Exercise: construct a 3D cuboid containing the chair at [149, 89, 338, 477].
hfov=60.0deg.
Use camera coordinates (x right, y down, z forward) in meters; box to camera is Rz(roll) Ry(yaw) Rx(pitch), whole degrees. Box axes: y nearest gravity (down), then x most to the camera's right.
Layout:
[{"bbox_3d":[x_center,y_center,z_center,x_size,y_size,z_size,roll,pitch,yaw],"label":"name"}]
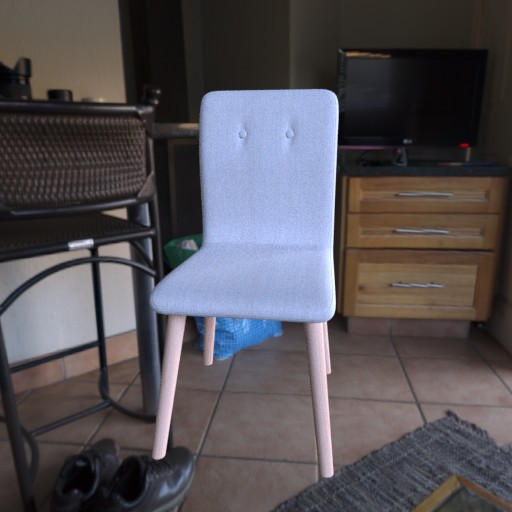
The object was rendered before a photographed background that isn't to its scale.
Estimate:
[{"bbox_3d":[0.000,0.000,1.180,0.435,0.885,0.550,2,14,8],"label":"chair"}]
